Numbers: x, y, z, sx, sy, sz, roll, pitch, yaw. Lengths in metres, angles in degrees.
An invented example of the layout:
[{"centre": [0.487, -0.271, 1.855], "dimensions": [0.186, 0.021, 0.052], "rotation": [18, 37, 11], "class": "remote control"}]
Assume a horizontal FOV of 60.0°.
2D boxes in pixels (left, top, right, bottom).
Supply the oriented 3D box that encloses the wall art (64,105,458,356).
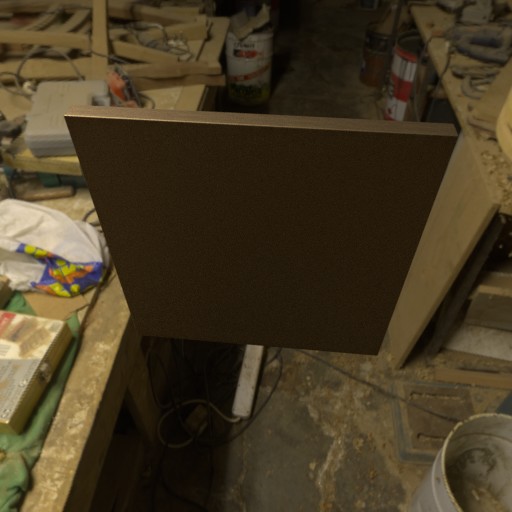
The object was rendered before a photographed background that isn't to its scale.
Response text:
[{"centre": [0.000, 0.000, 0.753], "dimensions": [0.503, 0.506, 0.030], "rotation": [4, 46, 4], "class": "wall art"}]
